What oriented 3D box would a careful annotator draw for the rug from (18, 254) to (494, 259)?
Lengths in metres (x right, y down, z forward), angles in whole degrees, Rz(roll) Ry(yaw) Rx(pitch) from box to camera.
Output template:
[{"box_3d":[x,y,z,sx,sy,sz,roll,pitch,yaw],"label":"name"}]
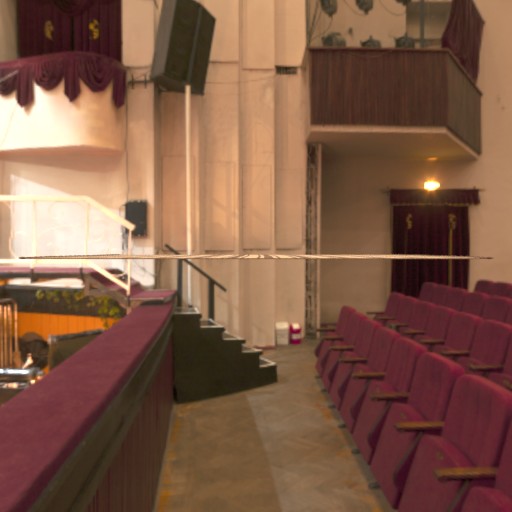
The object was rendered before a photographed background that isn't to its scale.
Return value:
[{"box_3d":[0.000,0.000,3.806,3.040,0.017,2.030,0,1,0],"label":"rug"}]
